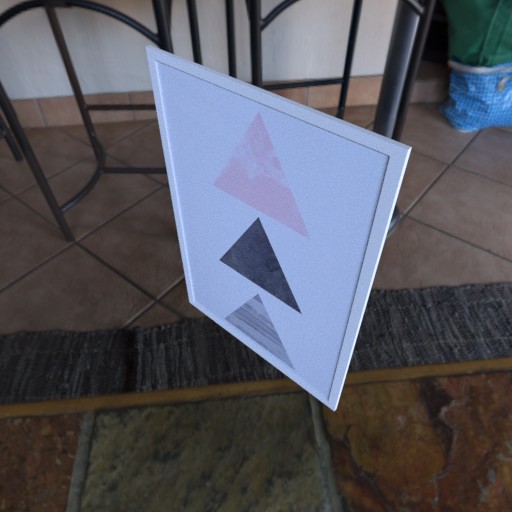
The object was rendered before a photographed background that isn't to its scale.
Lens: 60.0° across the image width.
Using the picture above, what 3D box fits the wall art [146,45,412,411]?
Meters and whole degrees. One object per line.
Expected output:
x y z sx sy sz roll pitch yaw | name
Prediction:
0.000 0.000 1.203 0.659 0.940 0.013 32 54 27 | wall art
